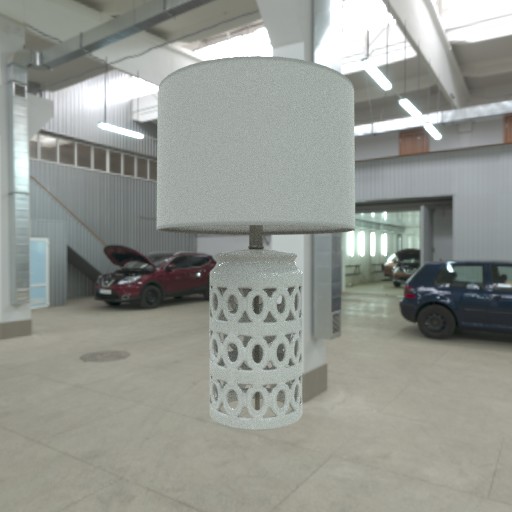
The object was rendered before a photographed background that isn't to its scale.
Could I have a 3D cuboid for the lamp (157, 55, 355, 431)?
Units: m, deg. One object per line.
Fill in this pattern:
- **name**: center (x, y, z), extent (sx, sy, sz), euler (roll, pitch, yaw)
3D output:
- **lamp**: center (0.000, 0.000, 0.708), extent (0.310, 0.502, 0.310), euler (0, 0, 0)
